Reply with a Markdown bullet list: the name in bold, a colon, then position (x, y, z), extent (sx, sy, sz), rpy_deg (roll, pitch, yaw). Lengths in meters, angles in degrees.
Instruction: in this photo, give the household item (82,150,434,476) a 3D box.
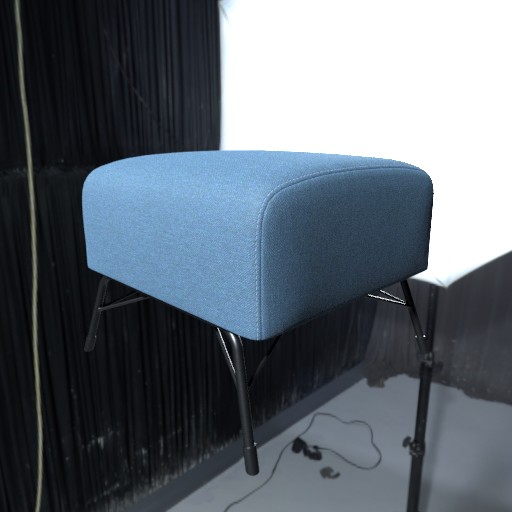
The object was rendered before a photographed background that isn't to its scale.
- **household item**: position (0.000, 0.000, 0.902), extent (0.530, 0.420, 0.530), rpy_deg (-14, 20, -43)
